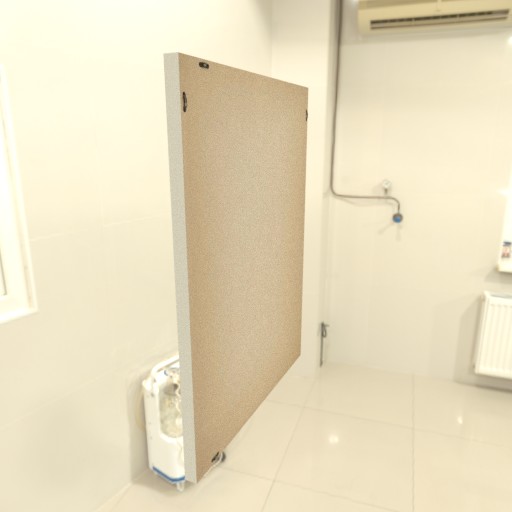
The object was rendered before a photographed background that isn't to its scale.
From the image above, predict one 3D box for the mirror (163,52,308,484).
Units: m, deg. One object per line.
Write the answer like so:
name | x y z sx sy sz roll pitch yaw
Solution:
mirror | 0.000 0.000 1.335 0.041 1.016 0.762 7 17 25
